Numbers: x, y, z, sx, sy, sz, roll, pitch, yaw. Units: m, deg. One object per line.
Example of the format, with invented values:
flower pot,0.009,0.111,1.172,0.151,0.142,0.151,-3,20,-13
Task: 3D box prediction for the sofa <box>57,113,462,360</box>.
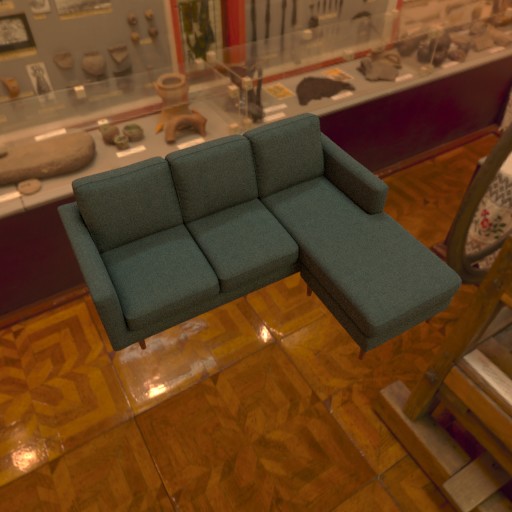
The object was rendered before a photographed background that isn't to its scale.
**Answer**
sofa,0.000,0.000,2.895,2.055,0.957,1.667,-22,50,-20
